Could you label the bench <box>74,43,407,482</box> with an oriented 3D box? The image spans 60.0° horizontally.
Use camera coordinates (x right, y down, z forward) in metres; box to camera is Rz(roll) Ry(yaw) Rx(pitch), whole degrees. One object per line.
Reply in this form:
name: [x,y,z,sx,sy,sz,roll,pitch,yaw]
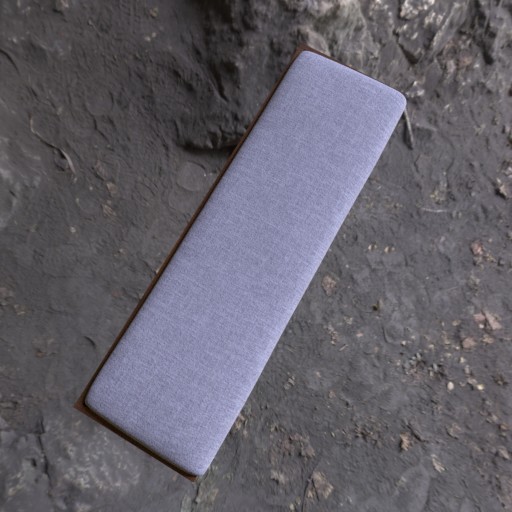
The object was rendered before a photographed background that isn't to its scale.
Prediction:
bench: [0.000,0.000,1.390,0.367,0.468,1.196,29,79,6]
